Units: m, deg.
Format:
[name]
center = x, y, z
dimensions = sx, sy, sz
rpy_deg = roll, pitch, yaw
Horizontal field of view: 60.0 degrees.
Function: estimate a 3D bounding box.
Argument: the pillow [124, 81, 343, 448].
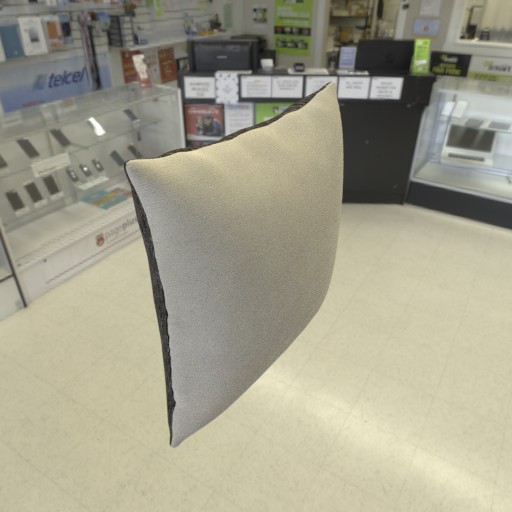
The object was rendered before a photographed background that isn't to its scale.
[pillow]
center = 0.000, 0.000, 0.672
dimensions = 0.196, 0.434, 0.433
rpy_deg = 20, 38, 28
